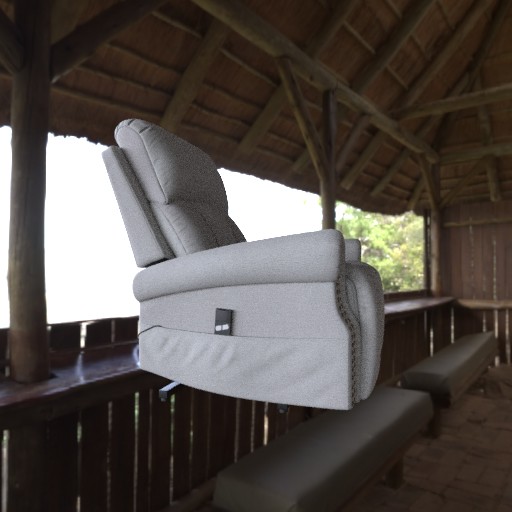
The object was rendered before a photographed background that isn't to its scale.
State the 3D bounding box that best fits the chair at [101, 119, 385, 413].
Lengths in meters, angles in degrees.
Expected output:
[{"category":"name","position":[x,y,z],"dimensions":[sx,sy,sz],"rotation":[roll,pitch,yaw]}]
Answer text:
[{"category":"chair","position":[0.000,0.000,1.773],"dimensions":[0.979,1.031,0.871],"rotation":[0,0,17]}]
